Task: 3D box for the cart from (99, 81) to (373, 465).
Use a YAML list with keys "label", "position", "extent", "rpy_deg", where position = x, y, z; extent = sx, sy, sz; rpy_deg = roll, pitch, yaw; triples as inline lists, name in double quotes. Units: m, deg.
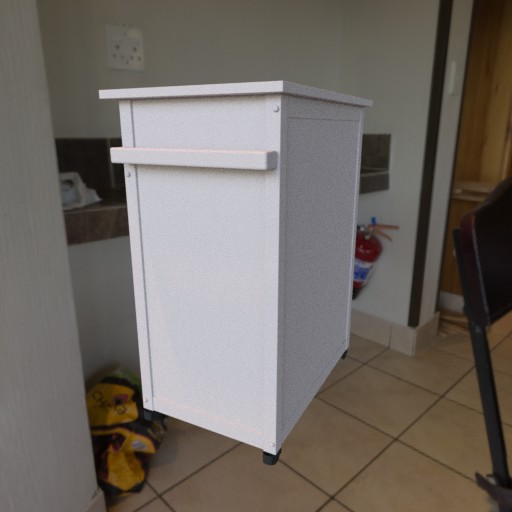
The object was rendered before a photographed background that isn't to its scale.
- label: "cart"
  position: [0.000, 0.000, 1.269]
  extent: [0.442, 0.864, 0.683]
  rpy_deg: [8, 18, 26]
